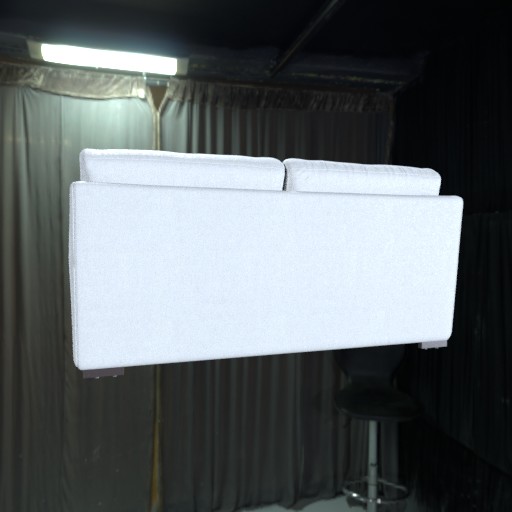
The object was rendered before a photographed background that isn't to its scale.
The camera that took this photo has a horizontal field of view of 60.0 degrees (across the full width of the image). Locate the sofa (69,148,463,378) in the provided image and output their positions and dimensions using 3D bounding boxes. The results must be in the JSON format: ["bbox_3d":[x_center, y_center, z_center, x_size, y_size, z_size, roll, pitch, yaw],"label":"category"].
[{"bbox_3d":[0.000,0.000,2.458,1.880,0.940,1.143,-1,2,-18],"label":"sofa"}]
